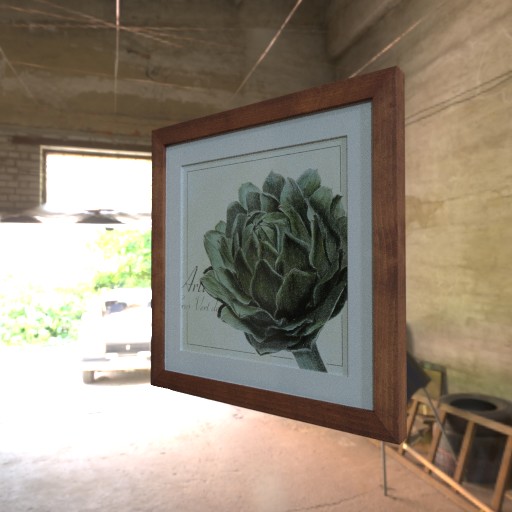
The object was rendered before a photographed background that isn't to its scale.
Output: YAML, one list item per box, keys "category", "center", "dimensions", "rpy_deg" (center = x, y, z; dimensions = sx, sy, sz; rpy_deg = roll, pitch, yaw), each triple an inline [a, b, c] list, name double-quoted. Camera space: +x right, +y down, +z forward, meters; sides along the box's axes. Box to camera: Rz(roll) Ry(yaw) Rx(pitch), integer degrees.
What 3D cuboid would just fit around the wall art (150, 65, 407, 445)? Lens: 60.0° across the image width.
- category: "wall art"
  center: [0.000, 0.000, 0.844]
  dimensions: [0.554, 0.572, 0.037]
  rpy_deg: [-1, -1, 36]
